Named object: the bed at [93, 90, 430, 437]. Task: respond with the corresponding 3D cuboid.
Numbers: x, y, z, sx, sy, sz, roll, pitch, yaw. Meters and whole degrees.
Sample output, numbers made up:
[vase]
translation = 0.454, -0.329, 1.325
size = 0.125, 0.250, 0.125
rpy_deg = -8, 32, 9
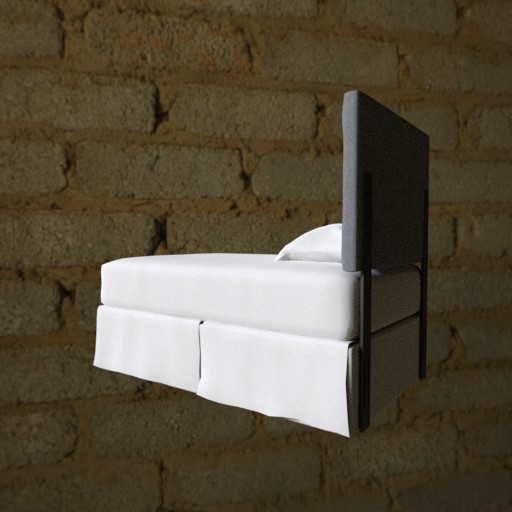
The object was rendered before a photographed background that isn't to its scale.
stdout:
[bed]
translation = 0.000, 0.000, 3.024
size = 1.997, 1.571, 1.261
rpy_deg = 2, 3, 36
